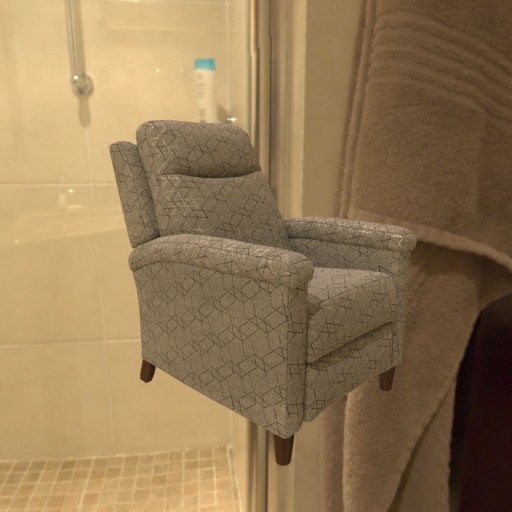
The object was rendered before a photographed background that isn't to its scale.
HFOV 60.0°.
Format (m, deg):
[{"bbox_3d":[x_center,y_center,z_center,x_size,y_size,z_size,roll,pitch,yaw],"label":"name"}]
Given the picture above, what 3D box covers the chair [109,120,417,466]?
[{"bbox_3d":[0.000,0.000,1.739,0.753,1.048,0.987,-12,18,-43],"label":"chair"}]
